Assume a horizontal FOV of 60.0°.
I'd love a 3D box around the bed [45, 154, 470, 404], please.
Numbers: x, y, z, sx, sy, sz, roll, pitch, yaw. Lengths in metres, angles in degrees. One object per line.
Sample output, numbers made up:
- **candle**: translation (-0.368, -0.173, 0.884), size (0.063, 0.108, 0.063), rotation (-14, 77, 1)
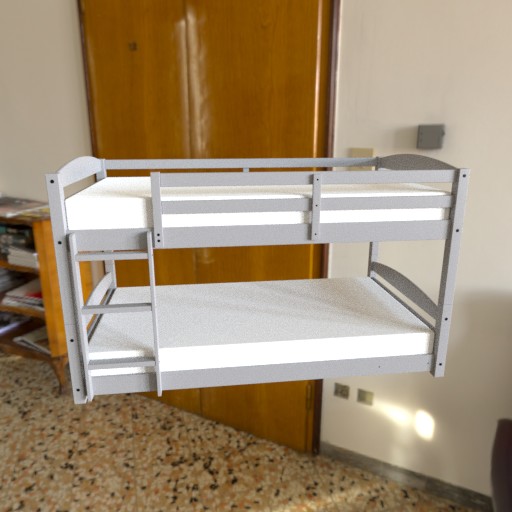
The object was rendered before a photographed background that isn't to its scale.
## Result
- **bed**: translation (0.000, 0.000, 2.724), size (2.013, 1.206, 1.105), rotation (-2, 16, -7)
